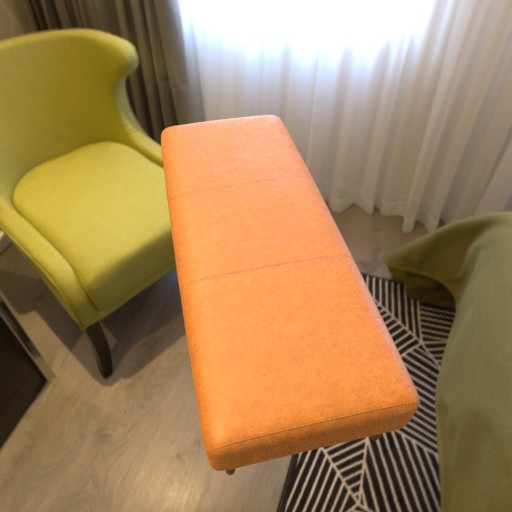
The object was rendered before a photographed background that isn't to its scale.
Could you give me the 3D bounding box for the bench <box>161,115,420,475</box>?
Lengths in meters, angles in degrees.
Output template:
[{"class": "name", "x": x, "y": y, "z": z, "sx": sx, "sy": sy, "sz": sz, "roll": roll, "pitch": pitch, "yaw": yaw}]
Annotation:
[{"class": "bench", "x": 0.000, "y": 0.000, "z": 1.848, "sx": 0.653, "sy": 0.399, "sz": 1.610, "roll": -9, "pitch": 48, "yaw": -9}]
